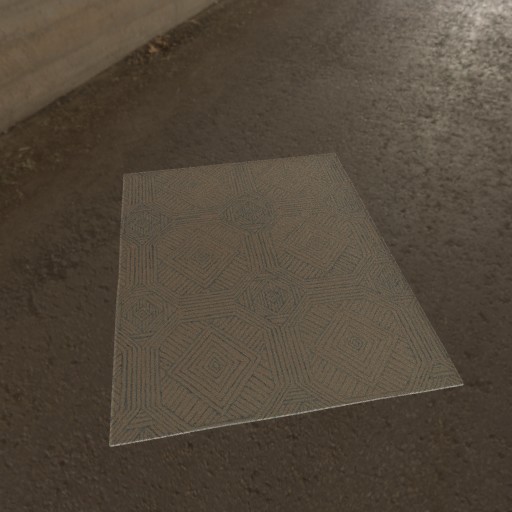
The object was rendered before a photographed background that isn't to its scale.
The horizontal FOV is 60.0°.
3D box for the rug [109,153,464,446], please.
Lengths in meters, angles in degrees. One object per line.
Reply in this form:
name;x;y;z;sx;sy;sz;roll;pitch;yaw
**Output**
rug;0.000;0.000;4.044;2.457;0.015;3.049;-7;46;-7
